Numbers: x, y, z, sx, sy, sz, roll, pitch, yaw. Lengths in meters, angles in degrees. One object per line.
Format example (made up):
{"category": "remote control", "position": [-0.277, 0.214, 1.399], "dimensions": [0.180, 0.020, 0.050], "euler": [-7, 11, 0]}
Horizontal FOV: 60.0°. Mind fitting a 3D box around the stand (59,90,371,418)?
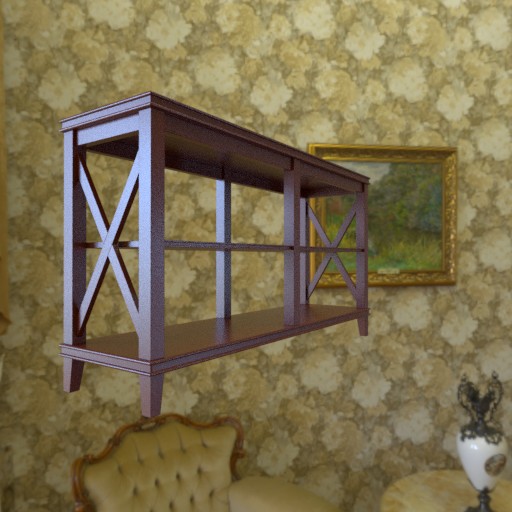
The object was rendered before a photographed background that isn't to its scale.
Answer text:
{"category": "stand", "position": [0.000, 0.000, 1.691], "dimensions": [0.381, 0.762, 1.372], "euler": [0, 0, 36]}
